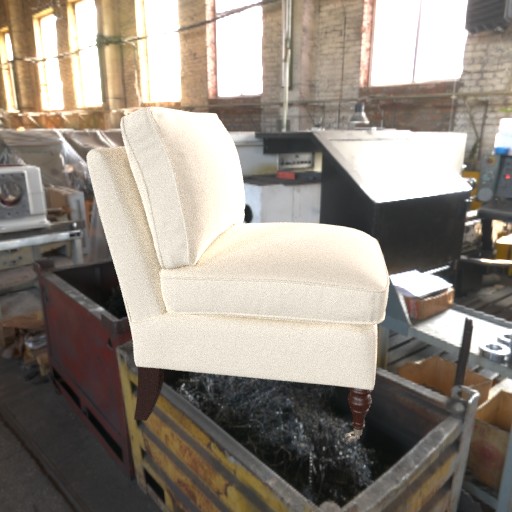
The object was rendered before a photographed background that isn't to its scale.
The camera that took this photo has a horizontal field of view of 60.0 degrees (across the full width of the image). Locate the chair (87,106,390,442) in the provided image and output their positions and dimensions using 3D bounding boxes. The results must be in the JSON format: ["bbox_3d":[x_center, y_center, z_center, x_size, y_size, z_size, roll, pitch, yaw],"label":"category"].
[{"bbox_3d":[0.000,0.000,1.416,0.781,0.887,0.630,3,16,10],"label":"chair"}]
